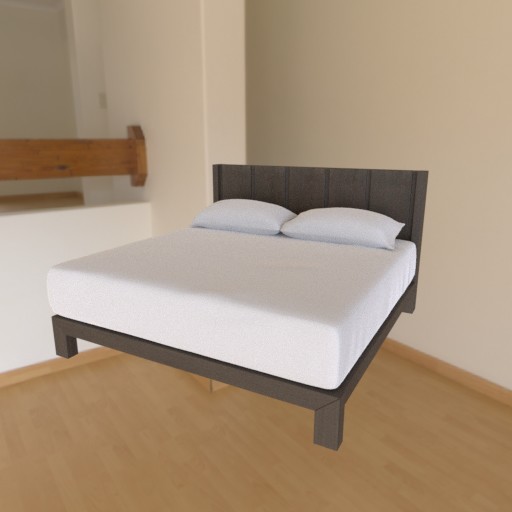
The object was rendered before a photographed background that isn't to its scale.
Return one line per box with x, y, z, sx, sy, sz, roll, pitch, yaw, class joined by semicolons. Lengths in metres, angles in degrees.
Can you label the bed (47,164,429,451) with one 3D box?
0.000;0.000;3.498;2.143;1.261;2.238;8;17;28;bed
